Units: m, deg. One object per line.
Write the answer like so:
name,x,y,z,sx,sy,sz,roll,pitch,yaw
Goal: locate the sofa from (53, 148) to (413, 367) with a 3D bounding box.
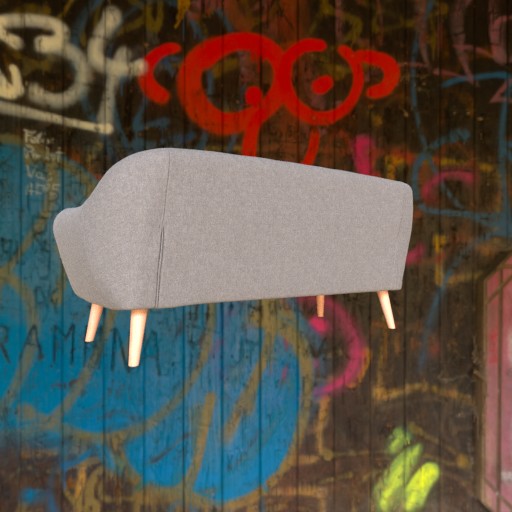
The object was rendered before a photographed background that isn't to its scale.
sofa,0.000,0.000,2.297,1.840,0.820,0.820,0,0,-35
